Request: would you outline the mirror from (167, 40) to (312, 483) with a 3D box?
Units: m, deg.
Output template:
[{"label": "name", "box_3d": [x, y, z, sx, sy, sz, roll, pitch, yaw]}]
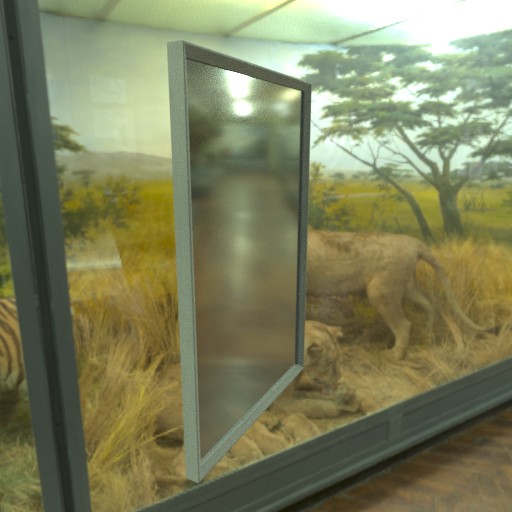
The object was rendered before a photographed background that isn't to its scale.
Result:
[{"label": "mirror", "box_3d": [0.000, 0.000, 1.154, 0.041, 0.915, 0.609, 7, 15, 28]}]
